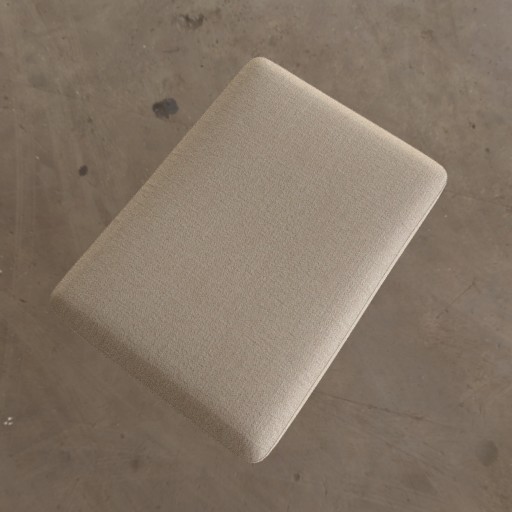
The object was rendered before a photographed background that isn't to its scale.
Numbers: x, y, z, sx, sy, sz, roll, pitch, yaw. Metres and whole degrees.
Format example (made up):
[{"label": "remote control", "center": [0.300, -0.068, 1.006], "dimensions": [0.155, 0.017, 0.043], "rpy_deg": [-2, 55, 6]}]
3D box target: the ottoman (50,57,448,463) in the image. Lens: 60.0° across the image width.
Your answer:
[{"label": "ottoman", "center": [0.000, 0.000, 1.261], "dimensions": [0.637, 0.478, 0.885], "rpy_deg": [35, 78, 9]}]
